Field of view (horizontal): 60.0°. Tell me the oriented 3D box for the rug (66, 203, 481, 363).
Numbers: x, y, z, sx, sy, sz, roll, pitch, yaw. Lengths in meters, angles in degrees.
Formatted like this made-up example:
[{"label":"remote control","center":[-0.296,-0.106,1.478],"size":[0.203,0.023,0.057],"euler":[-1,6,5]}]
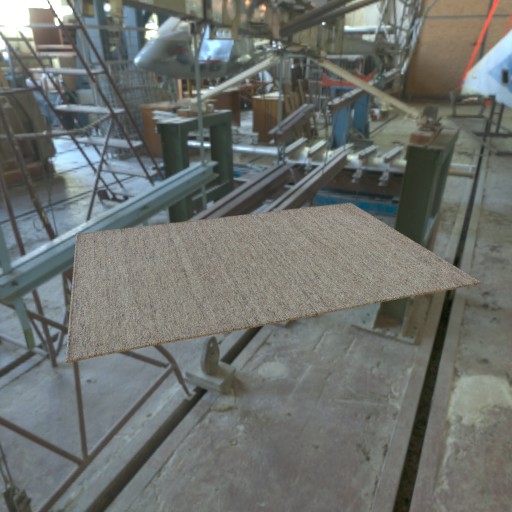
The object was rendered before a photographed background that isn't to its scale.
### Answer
[{"label":"rug","center":[0.000,0.000,2.941],"size":[2.283,0.013,1.547],"euler":[-8,27,-17]}]
